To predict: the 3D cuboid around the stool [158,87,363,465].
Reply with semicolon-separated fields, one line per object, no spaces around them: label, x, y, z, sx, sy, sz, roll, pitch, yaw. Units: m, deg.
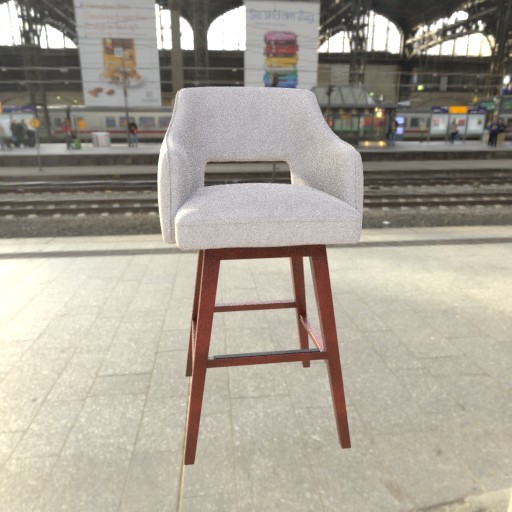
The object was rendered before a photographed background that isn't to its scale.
stool;0.000;0.000;1.356;0.548;1.012;0.558;-2;16;-8
